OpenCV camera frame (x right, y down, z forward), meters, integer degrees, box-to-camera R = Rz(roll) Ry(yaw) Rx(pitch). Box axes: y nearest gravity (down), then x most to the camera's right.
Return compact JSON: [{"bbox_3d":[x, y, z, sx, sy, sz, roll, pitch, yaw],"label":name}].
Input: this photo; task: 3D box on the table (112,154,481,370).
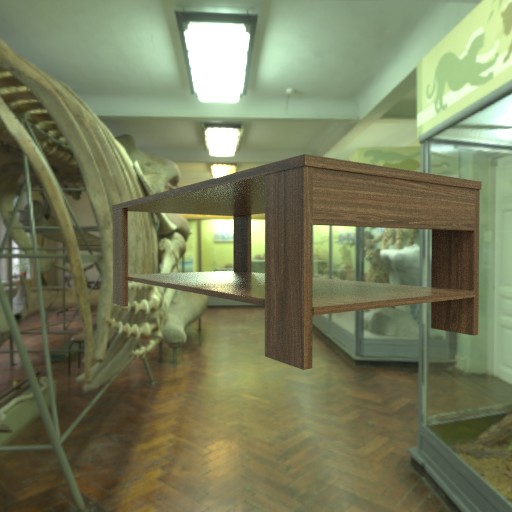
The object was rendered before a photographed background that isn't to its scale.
[{"bbox_3d":[0.000,0.000,1.482,0.600,0.400,1.200,-1,1,-34],"label":"table"}]
